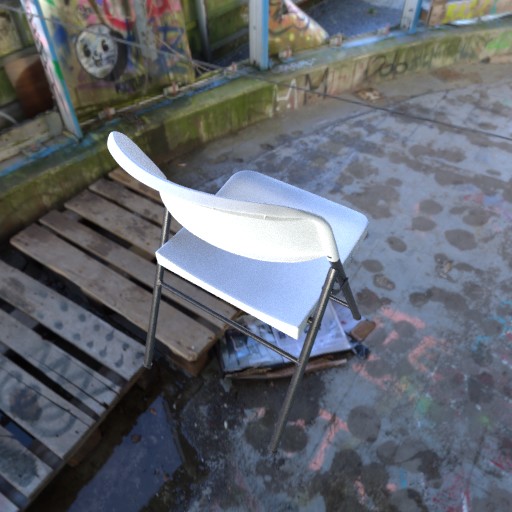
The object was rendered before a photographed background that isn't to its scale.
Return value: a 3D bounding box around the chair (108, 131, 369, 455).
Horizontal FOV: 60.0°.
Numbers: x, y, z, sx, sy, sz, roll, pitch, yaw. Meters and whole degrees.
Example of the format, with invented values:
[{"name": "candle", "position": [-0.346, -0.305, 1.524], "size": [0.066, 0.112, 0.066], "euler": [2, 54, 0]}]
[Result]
[{"name": "chair", "position": [0.000, 0.000, 1.153], "size": [0.494, 0.810, 0.566], "euler": [26, 51, 23]}]
